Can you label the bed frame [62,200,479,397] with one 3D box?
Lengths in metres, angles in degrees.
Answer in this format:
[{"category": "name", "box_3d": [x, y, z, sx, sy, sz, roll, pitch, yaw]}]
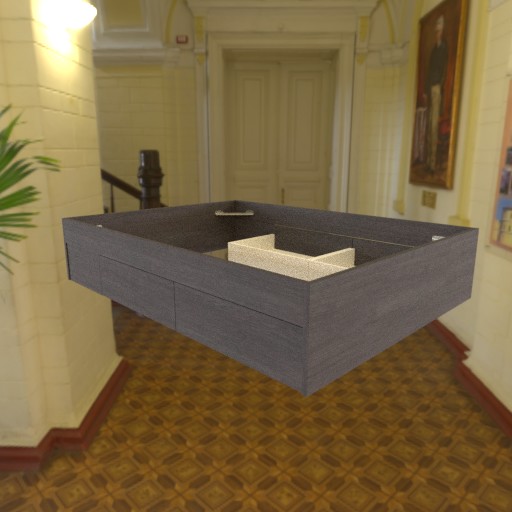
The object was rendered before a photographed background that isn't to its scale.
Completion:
[{"category": "bed frame", "box_3d": [0.000, 0.000, 2.602, 1.448, 0.459, 1.944, -13, 19, -43]}]
